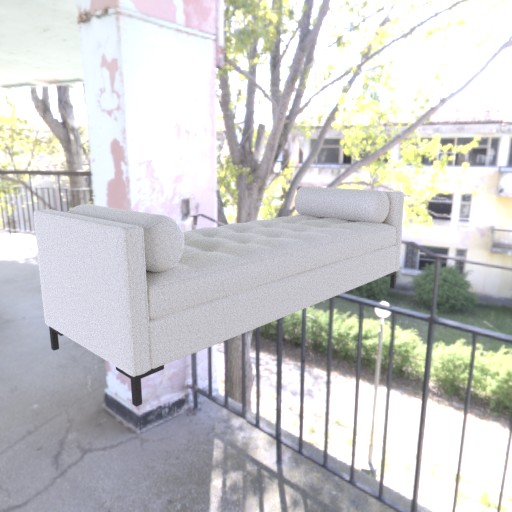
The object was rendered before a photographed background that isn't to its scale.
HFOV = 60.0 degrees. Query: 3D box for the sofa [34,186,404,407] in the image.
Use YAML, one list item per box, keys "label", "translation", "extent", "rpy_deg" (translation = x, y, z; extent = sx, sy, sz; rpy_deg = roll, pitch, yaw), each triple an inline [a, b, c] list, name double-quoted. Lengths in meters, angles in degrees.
- label: "sofa"
  translation: [0.000, 0.000, 2.380]
  extent: [0.746, 0.641, 1.985]
  rpy_deg: [12, 17, 42]
